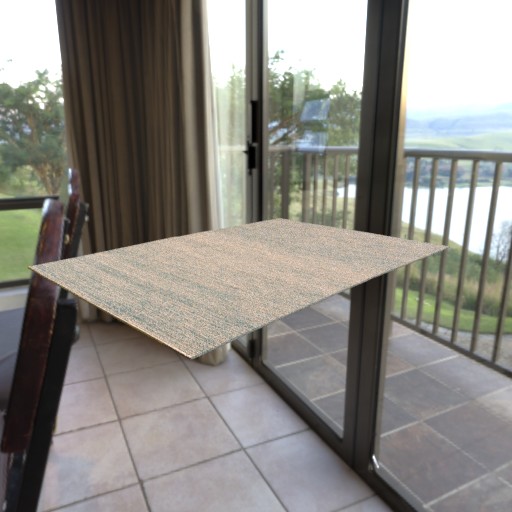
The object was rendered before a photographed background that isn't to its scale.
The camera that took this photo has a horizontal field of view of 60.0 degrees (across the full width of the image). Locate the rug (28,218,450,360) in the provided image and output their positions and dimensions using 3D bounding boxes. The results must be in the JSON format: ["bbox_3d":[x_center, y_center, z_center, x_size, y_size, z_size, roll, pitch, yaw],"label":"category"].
[{"bbox_3d":[0.000,0.000,2.912,1.613,0.030,2.306,15,21,43],"label":"rug"}]
